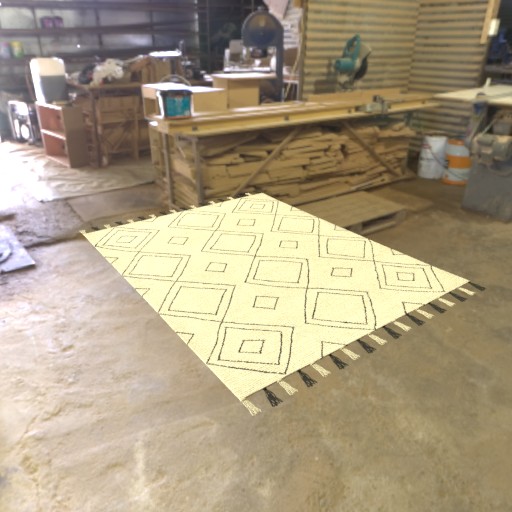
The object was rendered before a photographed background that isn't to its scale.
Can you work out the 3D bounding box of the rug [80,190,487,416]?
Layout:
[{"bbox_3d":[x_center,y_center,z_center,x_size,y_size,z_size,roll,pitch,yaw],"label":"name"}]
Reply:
[{"bbox_3d":[0.000,0.000,4.182,2.342,0.026,3.221,-18,31,-32],"label":"rug"}]
